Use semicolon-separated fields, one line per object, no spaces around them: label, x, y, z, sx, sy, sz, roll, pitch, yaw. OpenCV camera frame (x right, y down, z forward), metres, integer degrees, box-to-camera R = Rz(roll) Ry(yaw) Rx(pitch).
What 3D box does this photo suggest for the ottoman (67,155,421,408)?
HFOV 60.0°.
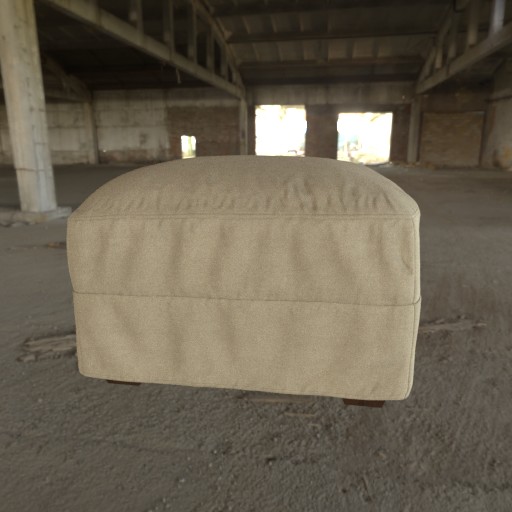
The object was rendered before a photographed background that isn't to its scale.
ottoman;0.000;0.000;1.083;0.712;0.480;0.584;2;15;9
